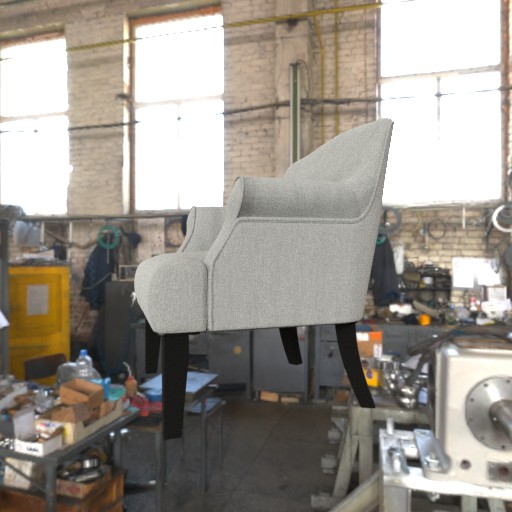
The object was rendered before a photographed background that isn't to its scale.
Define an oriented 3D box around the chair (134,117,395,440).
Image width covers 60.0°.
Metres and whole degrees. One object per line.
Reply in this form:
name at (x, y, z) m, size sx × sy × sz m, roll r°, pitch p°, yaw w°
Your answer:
chair at (0.000, 0.000, 1.479) m, size 0.755 × 0.880 × 0.772 m, roll 0°, pitch 0°, yaw -18°
